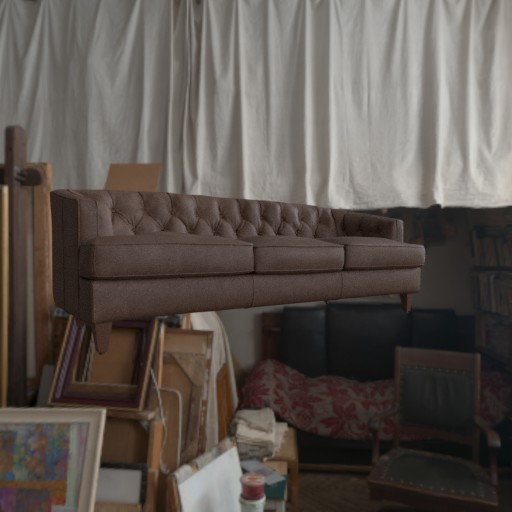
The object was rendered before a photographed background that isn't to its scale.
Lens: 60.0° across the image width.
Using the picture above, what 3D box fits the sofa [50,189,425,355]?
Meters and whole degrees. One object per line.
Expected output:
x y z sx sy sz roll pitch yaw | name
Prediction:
0.000 0.000 2.702 2.227 0.787 0.927 -1 1 -36 | sofa
